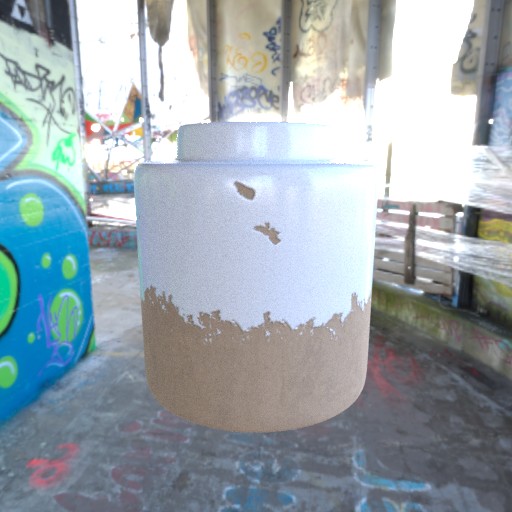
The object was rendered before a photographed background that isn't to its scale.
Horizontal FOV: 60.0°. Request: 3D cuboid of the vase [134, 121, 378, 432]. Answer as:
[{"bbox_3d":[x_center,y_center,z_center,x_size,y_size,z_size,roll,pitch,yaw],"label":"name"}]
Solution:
[{"bbox_3d":[0.000,0.000,0.298,0.153,0.167,0.153,0,13,0],"label":"vase"}]
